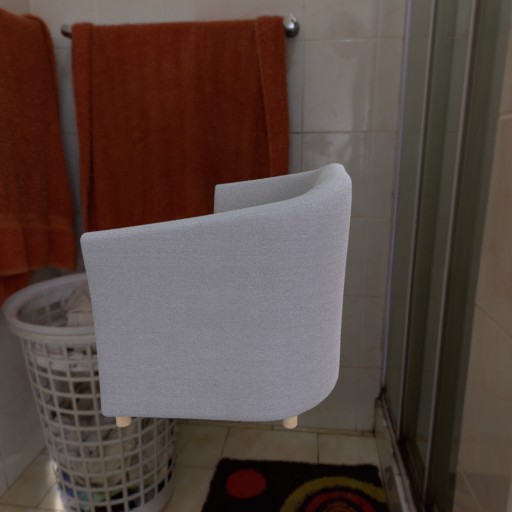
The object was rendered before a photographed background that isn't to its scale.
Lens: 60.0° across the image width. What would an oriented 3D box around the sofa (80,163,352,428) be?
[{"bbox_3d":[0.000,0.000,1.827,0.705,0.721,1.452,2,14,9],"label":"sofa"}]
